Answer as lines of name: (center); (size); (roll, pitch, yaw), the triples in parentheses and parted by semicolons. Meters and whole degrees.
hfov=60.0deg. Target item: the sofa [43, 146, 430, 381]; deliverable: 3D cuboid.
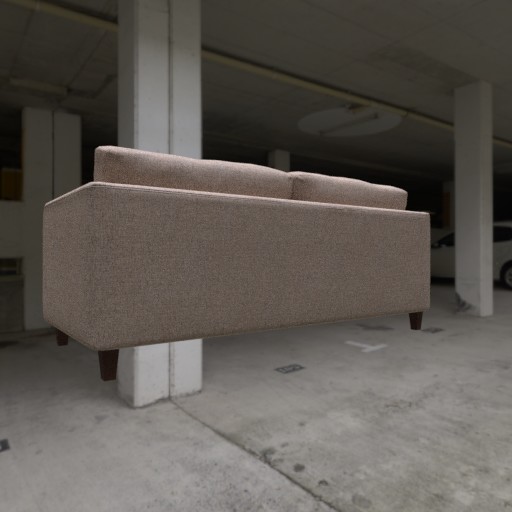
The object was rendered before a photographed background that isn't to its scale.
sofa: (0.000, 0.000, 2.661); (2.208, 0.965, 0.951); (0, 0, -36)
